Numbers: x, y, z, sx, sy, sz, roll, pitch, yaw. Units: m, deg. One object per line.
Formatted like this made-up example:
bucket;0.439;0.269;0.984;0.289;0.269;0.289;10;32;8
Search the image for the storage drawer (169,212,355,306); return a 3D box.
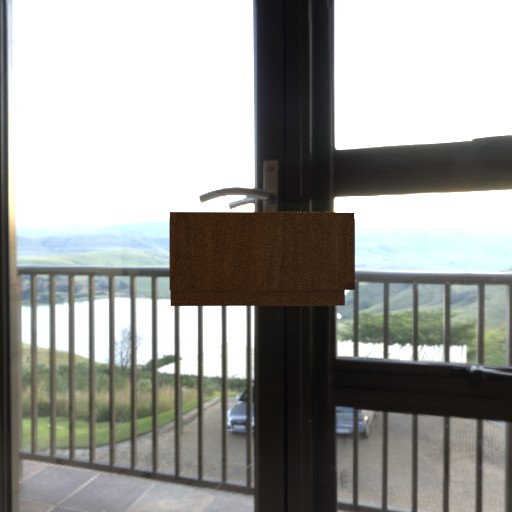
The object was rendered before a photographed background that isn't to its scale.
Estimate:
storage drawer;0.000;0.000;2.249;0.538;0.264;2.032;0;1;-2
